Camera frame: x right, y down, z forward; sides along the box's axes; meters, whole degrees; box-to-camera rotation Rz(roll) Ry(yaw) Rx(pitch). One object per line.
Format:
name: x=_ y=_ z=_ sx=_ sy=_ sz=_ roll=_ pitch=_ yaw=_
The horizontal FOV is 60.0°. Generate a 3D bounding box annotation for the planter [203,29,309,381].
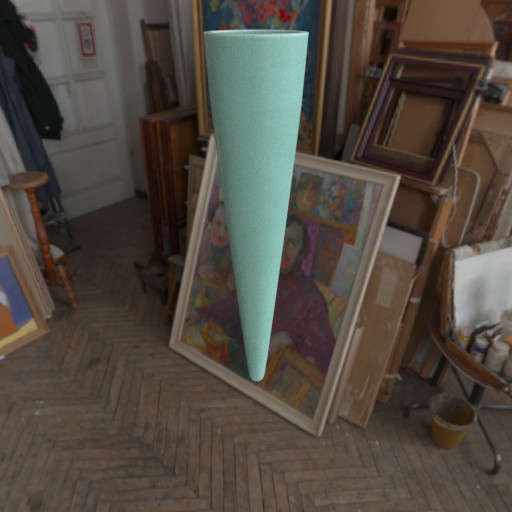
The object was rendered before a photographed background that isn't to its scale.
planter: x=0.000 y=0.000 z=0.295 sx=0.054 sy=0.268 sz=0.055 roll=1 pitch=30 yaw=2
